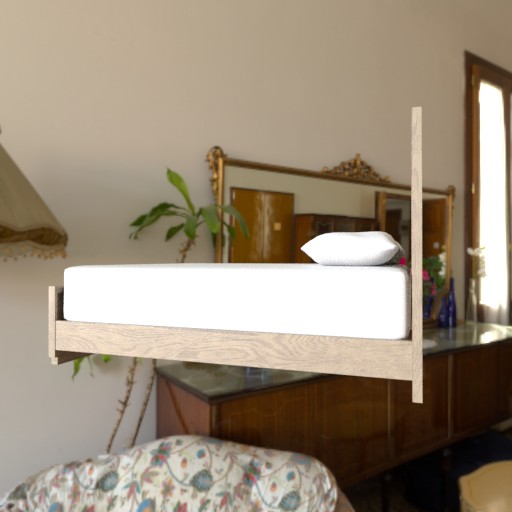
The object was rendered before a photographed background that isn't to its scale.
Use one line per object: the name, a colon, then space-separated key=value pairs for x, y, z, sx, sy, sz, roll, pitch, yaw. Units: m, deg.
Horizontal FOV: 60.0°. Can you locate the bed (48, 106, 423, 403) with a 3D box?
bed: x=0.000 y=0.000 z=3.165 sx=2.189 sy=1.369 sz=1.606 roll=0 pitch=0 yaw=19
